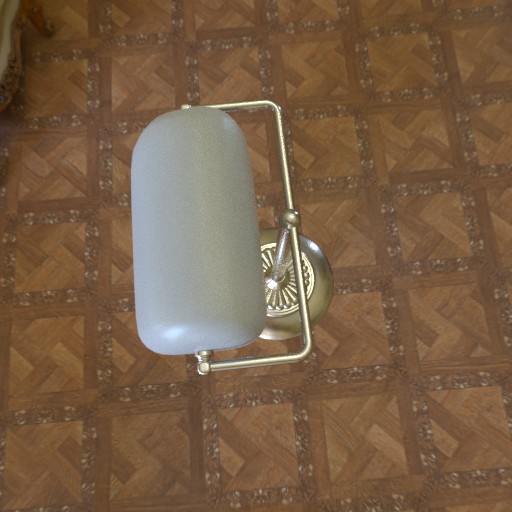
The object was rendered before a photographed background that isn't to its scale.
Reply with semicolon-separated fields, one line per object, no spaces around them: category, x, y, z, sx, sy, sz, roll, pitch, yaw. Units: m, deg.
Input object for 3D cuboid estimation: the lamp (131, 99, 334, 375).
lamp;0.000;0.000;0.528;0.243;0.339;0.264;-6;75;-2
